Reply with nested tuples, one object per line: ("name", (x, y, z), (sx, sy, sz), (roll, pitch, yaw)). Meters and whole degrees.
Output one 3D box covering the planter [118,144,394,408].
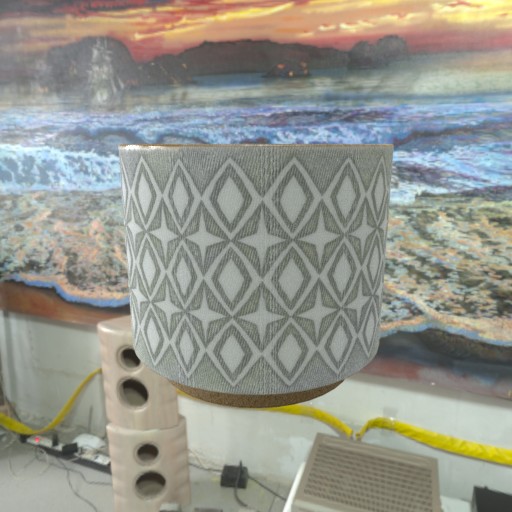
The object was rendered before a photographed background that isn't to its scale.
("planter", (0.000, 0.000, 0.455), (0.255, 0.223, 0.255), (0, 14, 0))
